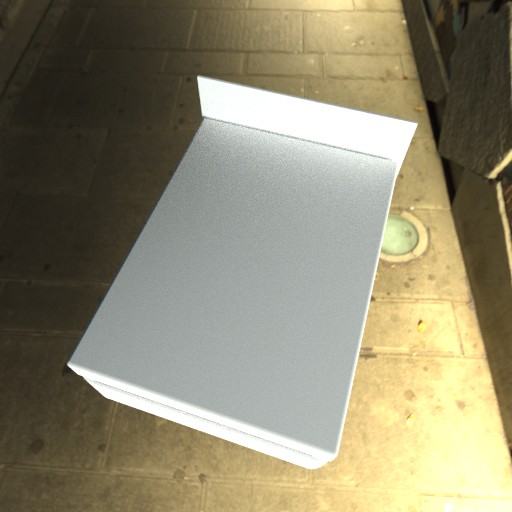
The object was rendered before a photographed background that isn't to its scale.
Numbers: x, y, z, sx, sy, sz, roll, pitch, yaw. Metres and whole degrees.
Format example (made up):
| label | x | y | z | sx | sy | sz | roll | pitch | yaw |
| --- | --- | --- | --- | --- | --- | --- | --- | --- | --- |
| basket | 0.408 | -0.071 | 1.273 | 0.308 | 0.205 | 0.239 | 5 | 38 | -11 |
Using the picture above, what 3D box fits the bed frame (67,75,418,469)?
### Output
| label | x | y | z | sx | sy | sz | roll | pitch | yaw |
| --- | --- | --- | --- | --- | --- | --- | --- | --- | --- |
| bed frame | 0.000 | 0.000 | 2.603 | 1.400 | 0.800 | 1.900 | 15 | 60 | 9 |
